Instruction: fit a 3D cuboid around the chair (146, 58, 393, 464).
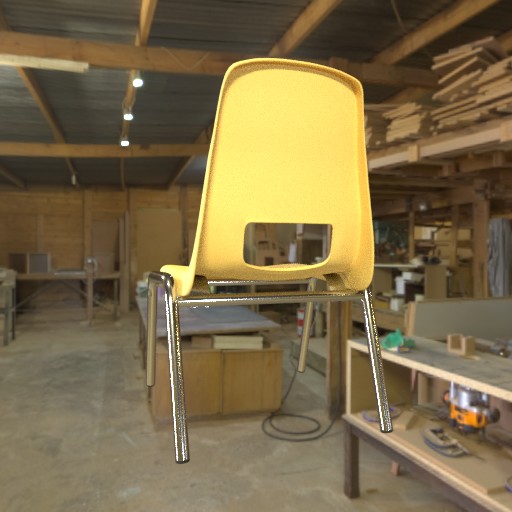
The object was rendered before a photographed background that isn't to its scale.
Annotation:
[{"bbox_3d":[0.000,0.000,0.780,0.354,0.536,0.385,0,1,-18],"label":"chair"}]
